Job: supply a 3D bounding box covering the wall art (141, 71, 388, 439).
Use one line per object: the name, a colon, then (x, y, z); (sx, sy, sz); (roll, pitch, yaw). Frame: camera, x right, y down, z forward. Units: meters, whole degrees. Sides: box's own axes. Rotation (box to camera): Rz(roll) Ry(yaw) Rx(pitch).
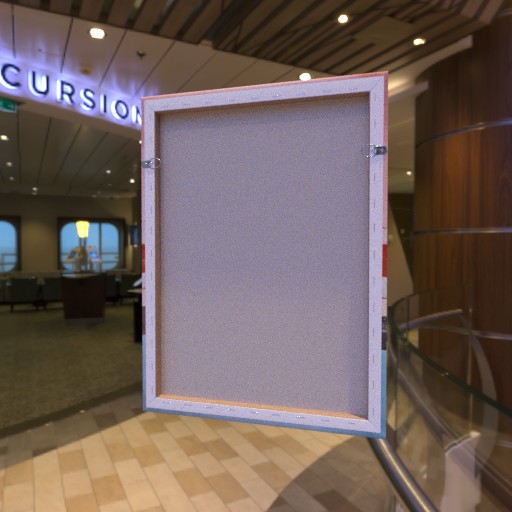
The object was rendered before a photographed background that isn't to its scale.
wall art: (0.000, 0.000, 1.343); (0.761, 1.016, 0.039); (0, 1, 16)
